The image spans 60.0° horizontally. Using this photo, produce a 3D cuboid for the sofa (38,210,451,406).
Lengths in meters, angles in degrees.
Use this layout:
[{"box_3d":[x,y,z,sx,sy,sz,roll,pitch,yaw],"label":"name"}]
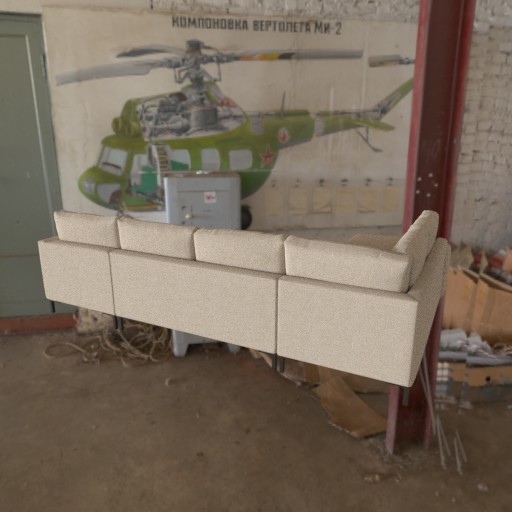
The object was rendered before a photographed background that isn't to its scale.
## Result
[{"box_3d":[0.000,0.000,3.808,2.984,0.862,1.989,8,18,26],"label":"sofa"}]
